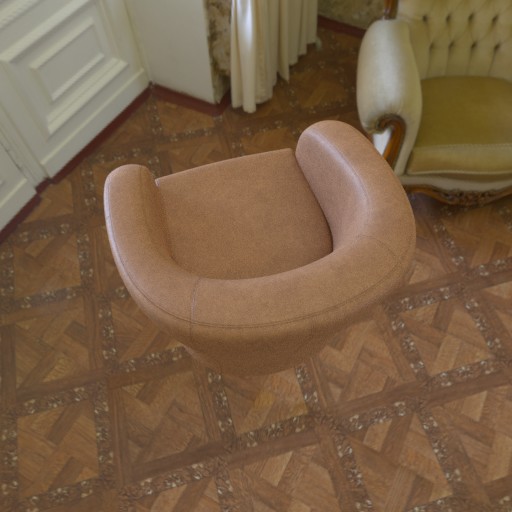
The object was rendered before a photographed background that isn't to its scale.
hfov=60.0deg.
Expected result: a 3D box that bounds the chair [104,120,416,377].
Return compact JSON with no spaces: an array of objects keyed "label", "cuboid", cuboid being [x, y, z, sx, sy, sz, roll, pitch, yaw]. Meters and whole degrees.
[{"label":"chair","cuboid":[0.000,0.000,1.427,0.791,0.771,0.815,-15,61,-9]}]
